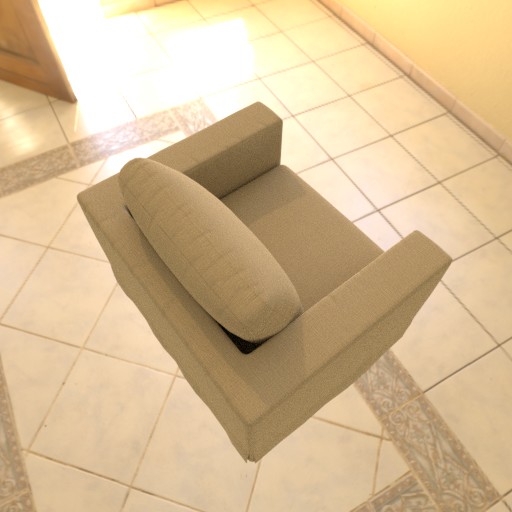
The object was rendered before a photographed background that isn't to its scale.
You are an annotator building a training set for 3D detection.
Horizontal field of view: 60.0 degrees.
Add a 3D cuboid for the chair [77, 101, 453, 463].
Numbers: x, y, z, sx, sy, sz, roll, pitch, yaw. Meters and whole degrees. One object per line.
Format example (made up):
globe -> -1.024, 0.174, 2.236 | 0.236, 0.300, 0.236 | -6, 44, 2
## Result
chair -> 0.000, 0.000, 1.822 | 0.957, 0.878, 1.150 | -34, 63, -20
